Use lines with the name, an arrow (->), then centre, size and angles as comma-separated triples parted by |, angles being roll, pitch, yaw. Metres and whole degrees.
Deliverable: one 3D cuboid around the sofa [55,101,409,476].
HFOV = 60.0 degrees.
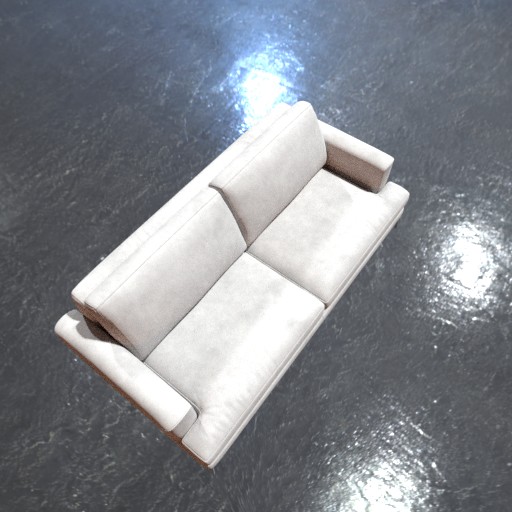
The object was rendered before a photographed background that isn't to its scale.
sofa -> 0.000, 0.000, 2.513 | 0.980, 0.830, 2.013 | 33, 64, 19
